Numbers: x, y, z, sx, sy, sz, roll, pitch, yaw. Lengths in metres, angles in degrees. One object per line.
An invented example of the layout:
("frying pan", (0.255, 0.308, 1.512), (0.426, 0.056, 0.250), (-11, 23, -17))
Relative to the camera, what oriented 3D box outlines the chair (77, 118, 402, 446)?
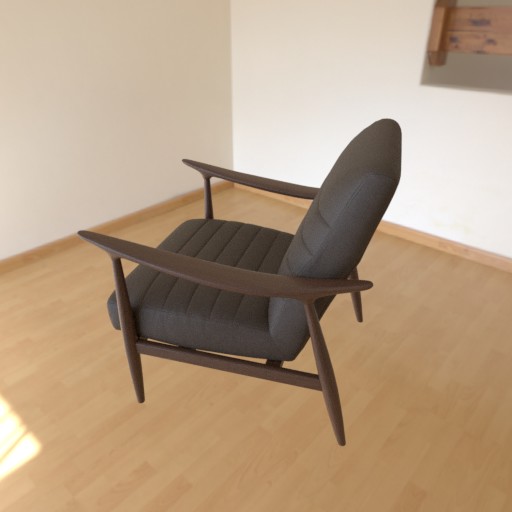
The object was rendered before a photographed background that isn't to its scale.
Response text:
("chair", (0.000, 0.000, 1.451), (0.798, 0.831, 0.741), (8, 31, 14))
